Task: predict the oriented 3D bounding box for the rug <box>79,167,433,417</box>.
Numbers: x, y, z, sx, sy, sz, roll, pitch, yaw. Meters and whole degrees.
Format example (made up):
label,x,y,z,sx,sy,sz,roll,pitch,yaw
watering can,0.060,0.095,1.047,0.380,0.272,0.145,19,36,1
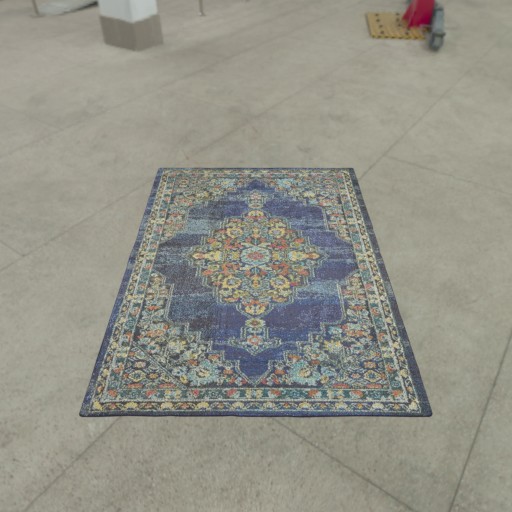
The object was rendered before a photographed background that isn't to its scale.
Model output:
label,x,y,z,sx,sy,sz,roll,pitch,yaw
rug,0.000,0.000,2.861,1.630,0.009,2.232,0,41,0
